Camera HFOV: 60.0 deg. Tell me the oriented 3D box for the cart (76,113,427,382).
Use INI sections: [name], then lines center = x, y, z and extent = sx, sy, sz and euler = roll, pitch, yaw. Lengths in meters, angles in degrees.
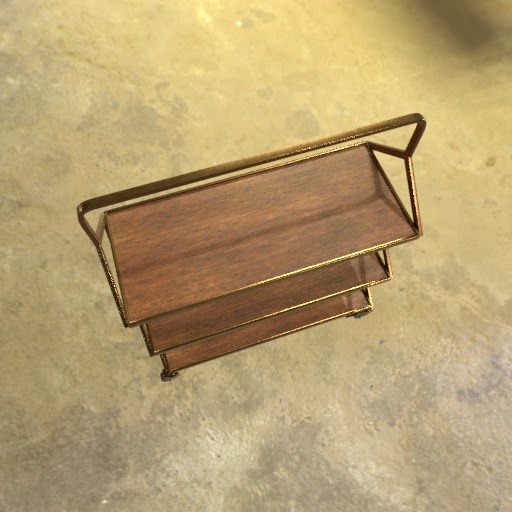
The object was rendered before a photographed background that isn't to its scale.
[cart]
center = 0.000, 0.000, 1.170
extent = 0.723, 0.805, 0.313
euler = -17, 65, -8
